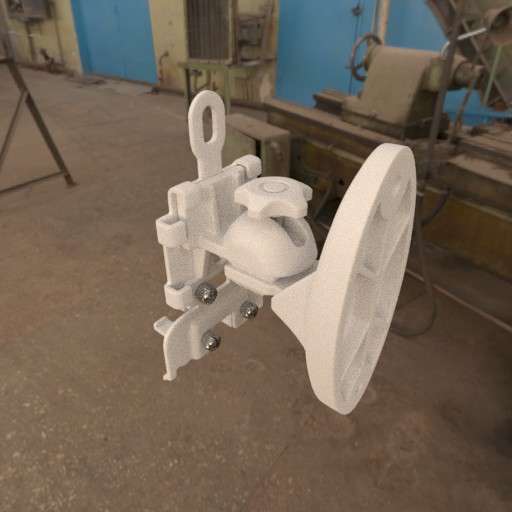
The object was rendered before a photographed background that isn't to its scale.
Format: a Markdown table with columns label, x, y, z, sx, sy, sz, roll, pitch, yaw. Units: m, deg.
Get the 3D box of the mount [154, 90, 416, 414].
| label | x | y | z | sx | sy | sz | roll | pitch | yaw |
| --- | --- | --- | --- | --- | --- | --- | --- | --- | --- |
| mount | 0.000 | 0.000 | 0.173 | 0.100 | 0.118 | 0.066 | 23 | 39 | 31 |
